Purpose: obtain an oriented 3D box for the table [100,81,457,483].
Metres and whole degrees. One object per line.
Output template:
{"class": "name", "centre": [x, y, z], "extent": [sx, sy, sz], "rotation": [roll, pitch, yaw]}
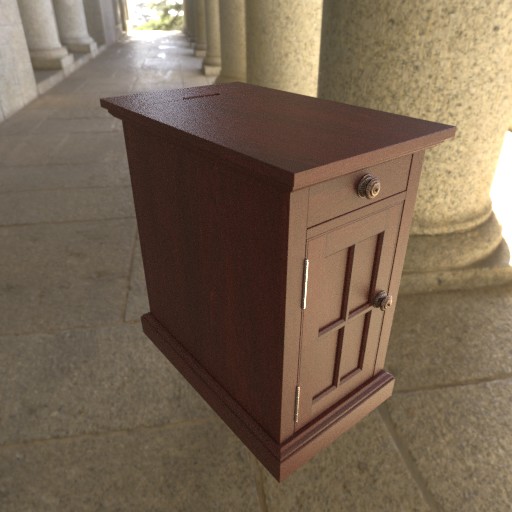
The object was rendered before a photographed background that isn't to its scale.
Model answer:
{"class": "table", "centre": [0.000, 0.000, 0.962], "extent": [0.356, 0.612, 0.584], "rotation": [-22, 36, -33]}
